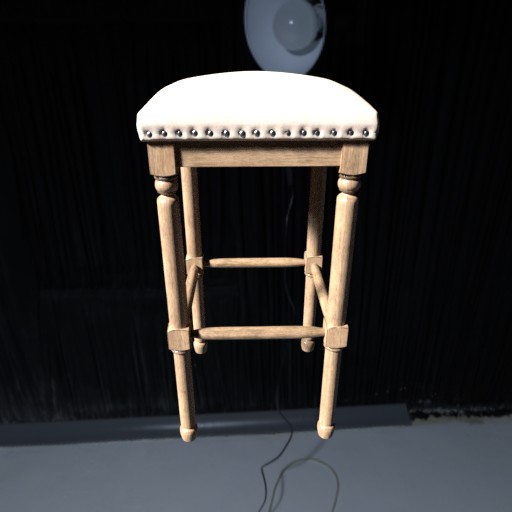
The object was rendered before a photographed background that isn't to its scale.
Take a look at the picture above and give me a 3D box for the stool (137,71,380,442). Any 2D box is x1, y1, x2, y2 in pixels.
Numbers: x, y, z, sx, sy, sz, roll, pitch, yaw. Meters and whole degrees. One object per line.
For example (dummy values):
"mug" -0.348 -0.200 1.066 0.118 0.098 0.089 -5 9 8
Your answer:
"stool" 0.000 0.000 0.998 0.382 0.768 0.383 -1 26 -1
